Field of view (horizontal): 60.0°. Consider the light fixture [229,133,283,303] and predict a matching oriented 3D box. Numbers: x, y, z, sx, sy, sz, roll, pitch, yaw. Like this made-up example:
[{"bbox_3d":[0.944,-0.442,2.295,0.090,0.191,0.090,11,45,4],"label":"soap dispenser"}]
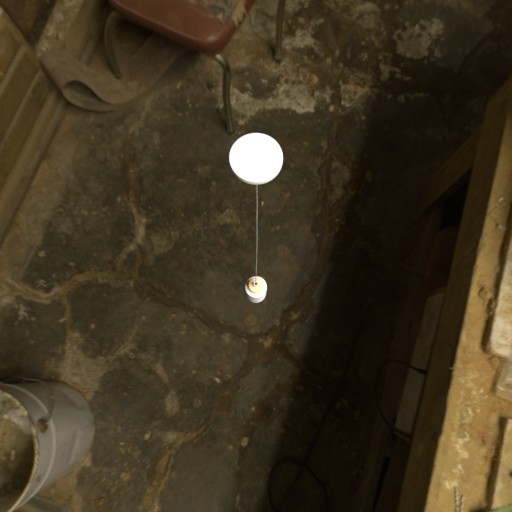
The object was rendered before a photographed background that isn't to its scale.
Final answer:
[{"bbox_3d":[0.000,0.000,1.893,0.125,1.798,0.125,19,76,5],"label":"light fixture"}]
